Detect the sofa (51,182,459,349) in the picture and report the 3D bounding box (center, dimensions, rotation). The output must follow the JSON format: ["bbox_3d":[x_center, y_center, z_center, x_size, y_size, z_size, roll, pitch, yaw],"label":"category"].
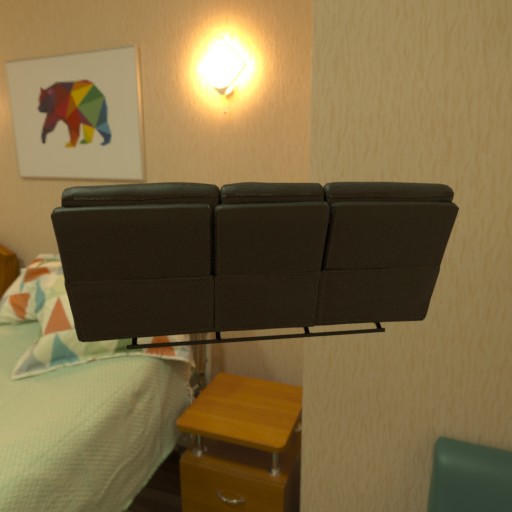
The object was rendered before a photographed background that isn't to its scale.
[{"bbox_3d":[0.000,0.000,3.284,2.627,1.134,1.104,-2,13,-9],"label":"sofa"}]
